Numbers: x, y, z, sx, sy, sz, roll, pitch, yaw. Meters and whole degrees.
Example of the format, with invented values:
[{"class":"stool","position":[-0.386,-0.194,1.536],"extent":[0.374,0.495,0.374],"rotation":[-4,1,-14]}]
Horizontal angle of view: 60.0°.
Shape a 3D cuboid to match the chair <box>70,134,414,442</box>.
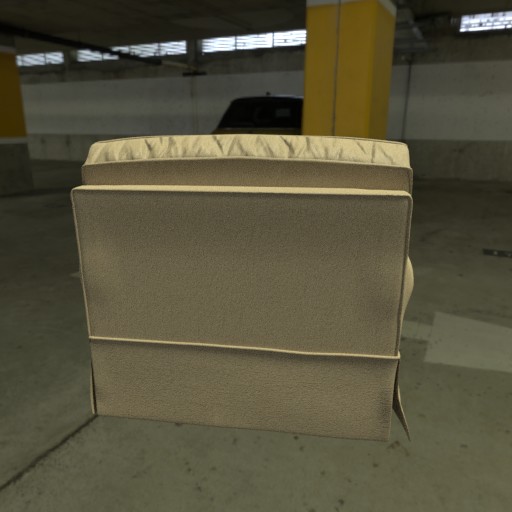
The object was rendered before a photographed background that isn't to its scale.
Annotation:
[{"class":"chair","position":[0.000,0.000,1.744],"extent":[1.096,0.937,0.903],"rotation":[2,17,7]}]
